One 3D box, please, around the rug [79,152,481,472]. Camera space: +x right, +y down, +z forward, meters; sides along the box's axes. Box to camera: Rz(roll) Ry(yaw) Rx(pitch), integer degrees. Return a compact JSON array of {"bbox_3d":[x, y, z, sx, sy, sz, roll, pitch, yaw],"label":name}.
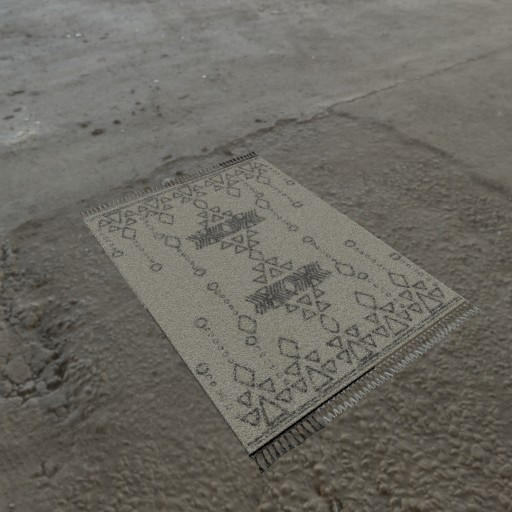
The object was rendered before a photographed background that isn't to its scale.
[{"bbox_3d":[0.000,0.000,2.961,1.600,0.013,2.312,-26,48,-26],"label":"rug"}]
